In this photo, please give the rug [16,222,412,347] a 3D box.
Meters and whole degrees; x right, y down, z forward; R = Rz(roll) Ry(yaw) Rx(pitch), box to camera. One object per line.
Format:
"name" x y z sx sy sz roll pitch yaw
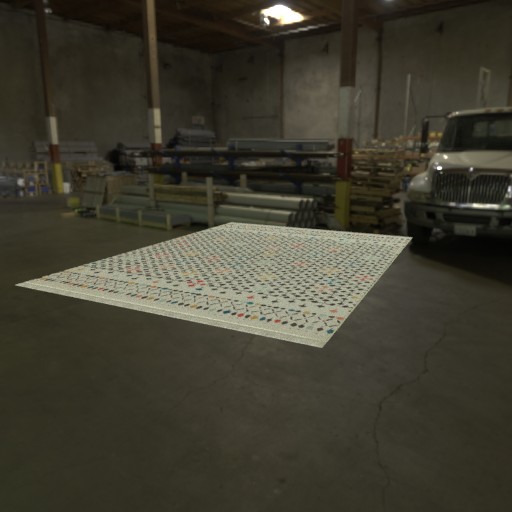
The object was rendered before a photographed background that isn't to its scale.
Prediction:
"rug" 0.000 0.000 4.132 2.354 0.007 3.196 7 15 26
